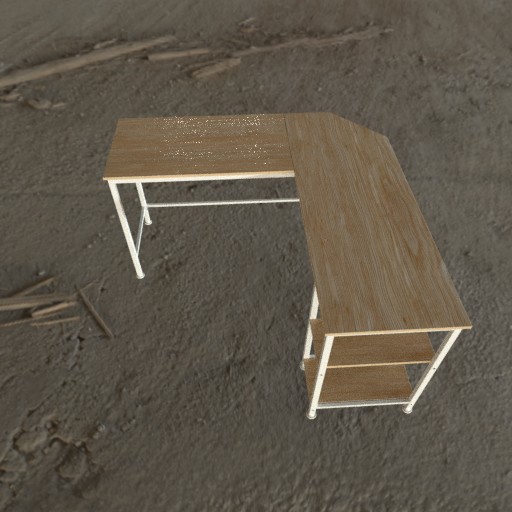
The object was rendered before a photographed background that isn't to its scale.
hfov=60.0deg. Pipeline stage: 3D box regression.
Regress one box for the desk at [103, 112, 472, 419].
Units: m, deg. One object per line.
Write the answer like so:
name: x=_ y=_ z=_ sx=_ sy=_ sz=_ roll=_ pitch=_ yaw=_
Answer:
desk: x=0.000 y=0.000 z=2.200 sx=1.379 sy=0.739 sz=1.379 roll=-3 pitch=48 yaw=-2
